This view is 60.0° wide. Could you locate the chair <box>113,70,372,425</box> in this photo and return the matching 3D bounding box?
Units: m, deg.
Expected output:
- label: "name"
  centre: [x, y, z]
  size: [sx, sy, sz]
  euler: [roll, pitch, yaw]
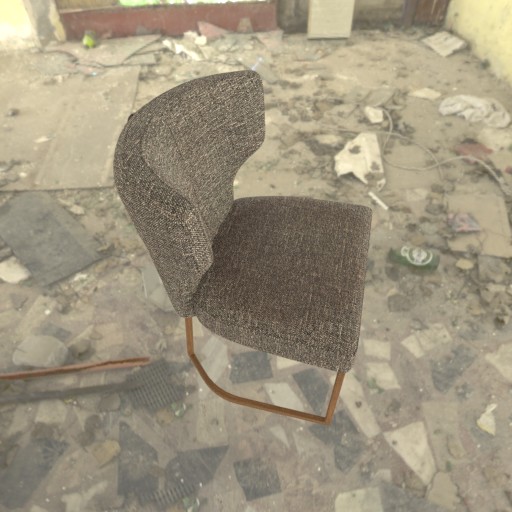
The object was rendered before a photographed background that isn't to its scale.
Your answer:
- label: "chair"
  centre: [0.000, 0.000, 1.262]
  size: [0.617, 0.824, 0.611]
  euler: [10, 48, 9]
